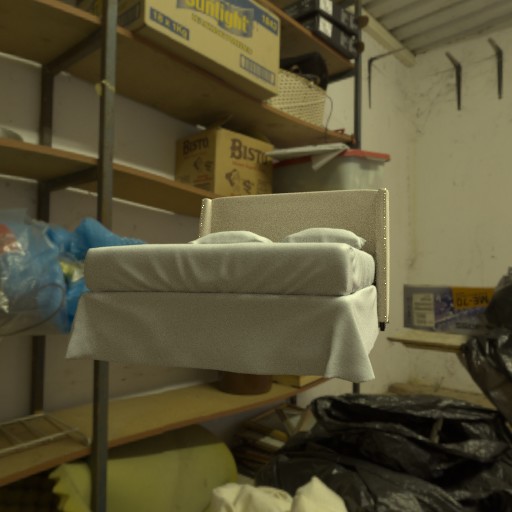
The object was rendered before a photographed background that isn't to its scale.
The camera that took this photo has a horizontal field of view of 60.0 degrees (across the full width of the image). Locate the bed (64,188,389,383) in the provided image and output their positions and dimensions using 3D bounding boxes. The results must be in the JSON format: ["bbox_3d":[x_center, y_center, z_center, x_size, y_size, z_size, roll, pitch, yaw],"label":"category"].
[{"bbox_3d":[0.000,0.000,3.464,1.925,1.332,2.276,-1,-2,19],"label":"bed"}]
